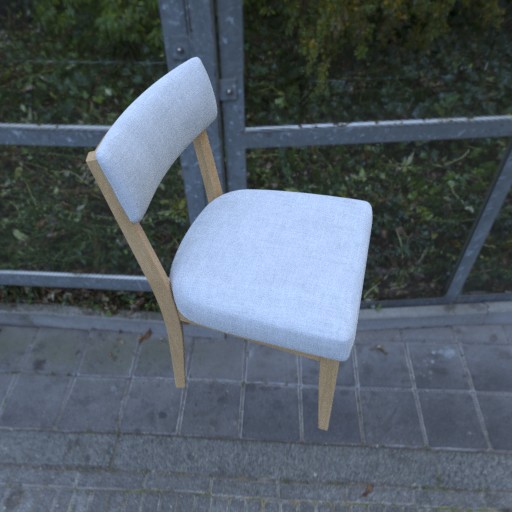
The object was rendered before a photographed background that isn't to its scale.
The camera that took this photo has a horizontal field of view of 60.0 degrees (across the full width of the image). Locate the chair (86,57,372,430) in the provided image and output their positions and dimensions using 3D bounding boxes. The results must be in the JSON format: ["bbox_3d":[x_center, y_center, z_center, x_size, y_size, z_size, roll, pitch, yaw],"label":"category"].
[{"bbox_3d":[0.000,0.000,1.187,0.572,0.832,0.508,11,45,11],"label":"chair"}]
